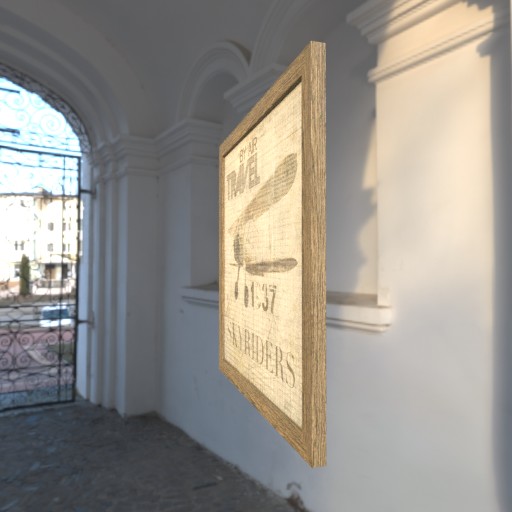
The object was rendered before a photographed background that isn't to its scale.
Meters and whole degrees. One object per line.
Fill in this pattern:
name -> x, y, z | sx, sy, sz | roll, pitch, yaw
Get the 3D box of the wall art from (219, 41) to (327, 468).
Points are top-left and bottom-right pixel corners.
wall art -> 0.000, 0.000, 0.772 | 0.019, 0.508, 0.508 | 0, -1, -17
